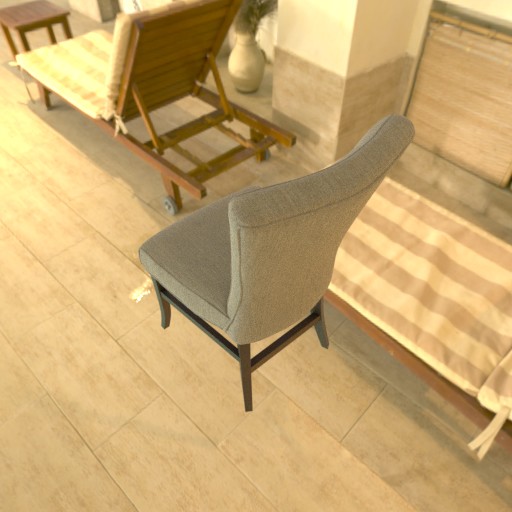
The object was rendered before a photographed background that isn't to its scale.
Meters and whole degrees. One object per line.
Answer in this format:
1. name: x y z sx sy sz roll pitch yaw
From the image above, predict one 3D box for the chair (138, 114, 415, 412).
1. chair: 0.000 0.000 1.385 0.520 0.991 0.660 -32 54 -26
